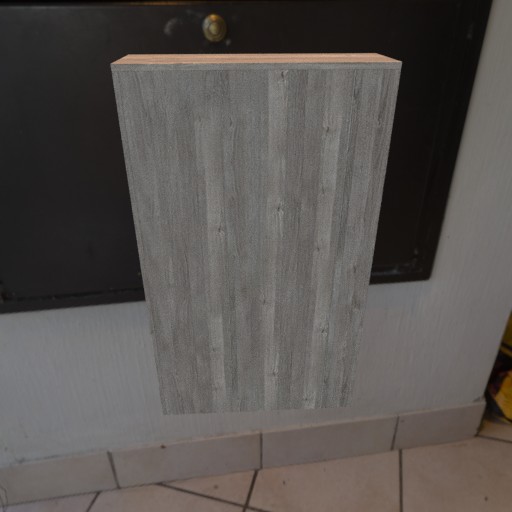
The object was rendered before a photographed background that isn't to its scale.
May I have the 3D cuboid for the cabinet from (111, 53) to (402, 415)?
[{"bbox_3d":[0.000,0.000,1.561,0.750,1.280,0.250,-2,30,-3],"label":"cabinet"}]
